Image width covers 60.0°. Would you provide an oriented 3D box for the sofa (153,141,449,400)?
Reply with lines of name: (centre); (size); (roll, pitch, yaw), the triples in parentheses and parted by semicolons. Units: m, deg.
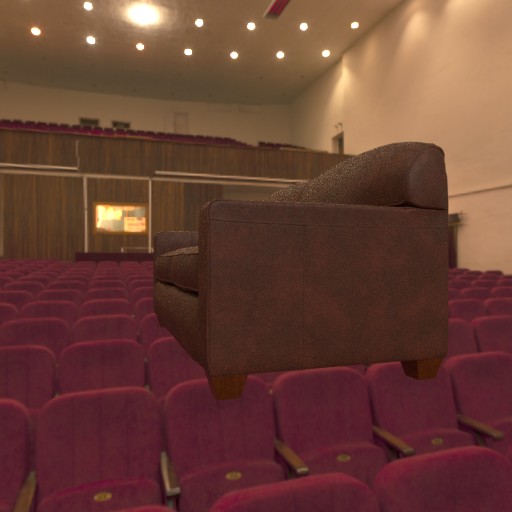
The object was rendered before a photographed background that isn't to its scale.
sofa: (0.000, 0.000, 2.418); (1.000, 0.966, 1.856); (0, -1, -18)
